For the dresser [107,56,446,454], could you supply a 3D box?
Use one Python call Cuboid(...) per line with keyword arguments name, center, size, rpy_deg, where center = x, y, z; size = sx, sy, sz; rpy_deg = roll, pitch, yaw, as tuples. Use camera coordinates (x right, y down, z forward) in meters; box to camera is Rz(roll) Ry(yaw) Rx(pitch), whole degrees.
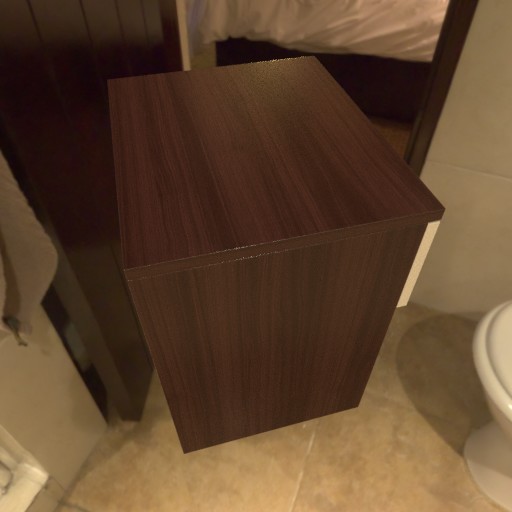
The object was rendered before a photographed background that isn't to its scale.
Cuboid(name="dresser", center=(0.000, 0.000, 0.743), size=(0.360, 0.470, 0.400), rpy_deg=(-11, 48, -10))
